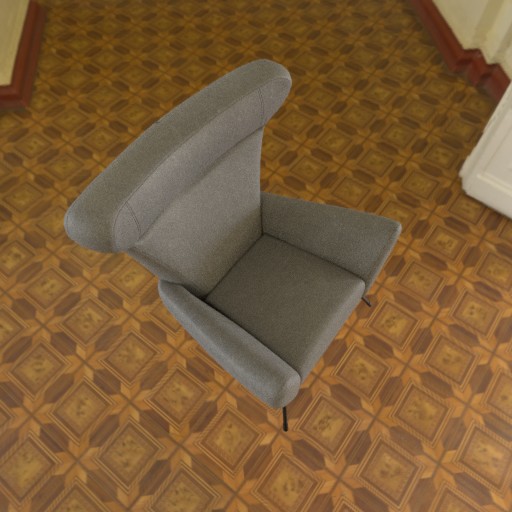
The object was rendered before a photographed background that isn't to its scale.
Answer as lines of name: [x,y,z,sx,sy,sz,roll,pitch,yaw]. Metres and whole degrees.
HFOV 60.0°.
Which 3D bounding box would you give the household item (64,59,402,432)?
household item: [0.000,0.000,1.774,0.900,1.050,0.980,32,63,19]
